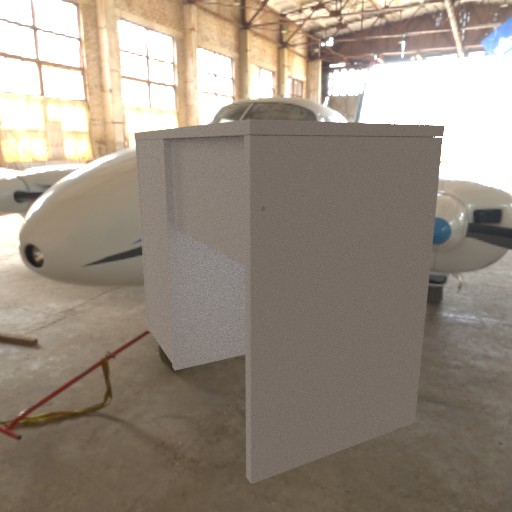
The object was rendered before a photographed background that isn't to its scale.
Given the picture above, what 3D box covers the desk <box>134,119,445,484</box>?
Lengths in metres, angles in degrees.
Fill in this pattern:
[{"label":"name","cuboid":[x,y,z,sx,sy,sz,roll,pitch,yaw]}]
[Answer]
[{"label":"desk","cuboid":[0.000,0.000,1.329,0.482,0.730,0.898,-7,16,-26]}]
